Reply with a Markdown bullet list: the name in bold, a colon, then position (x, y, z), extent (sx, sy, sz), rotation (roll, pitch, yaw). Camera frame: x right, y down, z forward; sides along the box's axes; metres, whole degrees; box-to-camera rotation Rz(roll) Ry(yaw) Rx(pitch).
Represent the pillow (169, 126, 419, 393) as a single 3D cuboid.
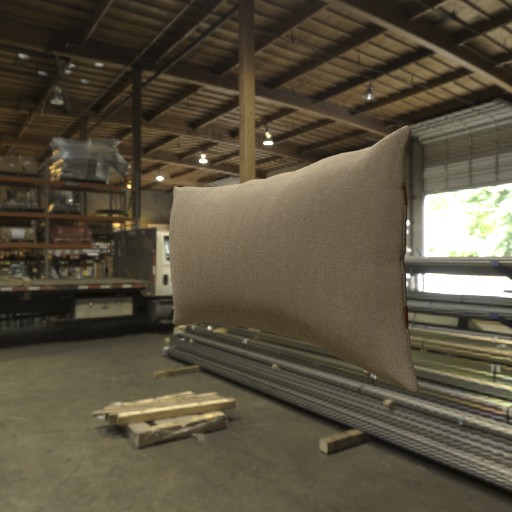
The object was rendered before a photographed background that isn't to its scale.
- **pillow**: position (0.000, 0.000, 0.742), extent (0.148, 0.308, 0.612), rotation (0, 0, -36)
